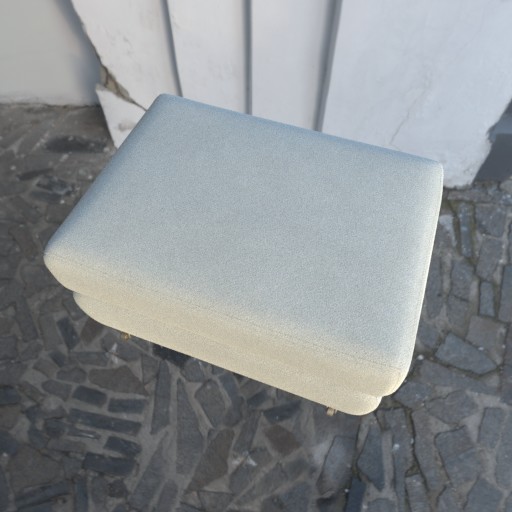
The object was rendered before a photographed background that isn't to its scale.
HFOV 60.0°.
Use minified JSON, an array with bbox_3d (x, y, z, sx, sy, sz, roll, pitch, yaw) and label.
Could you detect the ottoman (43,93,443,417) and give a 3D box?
[{"bbox_3d":[0.000,0.000,1.139,0.773,0.499,0.569,17,60,10],"label":"ottoman"}]
